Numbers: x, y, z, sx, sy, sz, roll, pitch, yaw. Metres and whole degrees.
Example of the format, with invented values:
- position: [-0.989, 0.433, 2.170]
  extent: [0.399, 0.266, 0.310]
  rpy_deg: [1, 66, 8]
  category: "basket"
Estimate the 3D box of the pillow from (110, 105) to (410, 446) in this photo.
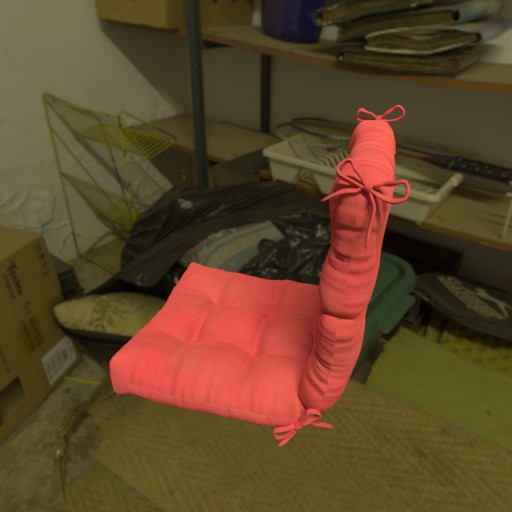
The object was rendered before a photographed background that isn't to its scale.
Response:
- position: [0.000, 0.000, 1.001]
  extent: [0.571, 0.605, 0.519]
  rpy_deg: [8, 30, 14]
  category: "pillow"
